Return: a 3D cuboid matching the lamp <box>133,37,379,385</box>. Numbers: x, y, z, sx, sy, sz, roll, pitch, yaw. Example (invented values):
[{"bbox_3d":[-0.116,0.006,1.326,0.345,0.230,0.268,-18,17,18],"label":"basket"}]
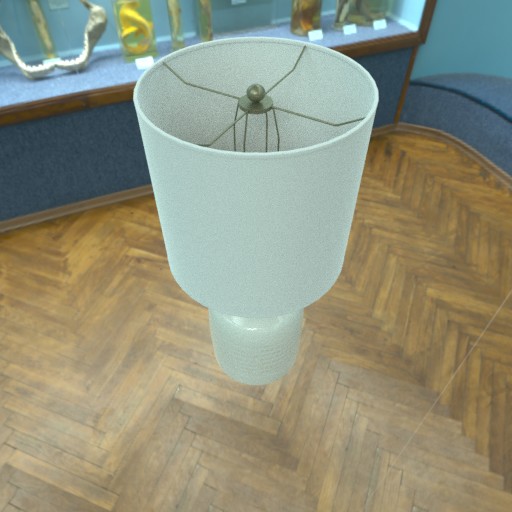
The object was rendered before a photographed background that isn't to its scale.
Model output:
[{"bbox_3d":[0.000,0.000,0.488,0.188,0.392,0.188,-17,49,-15],"label":"lamp"}]
